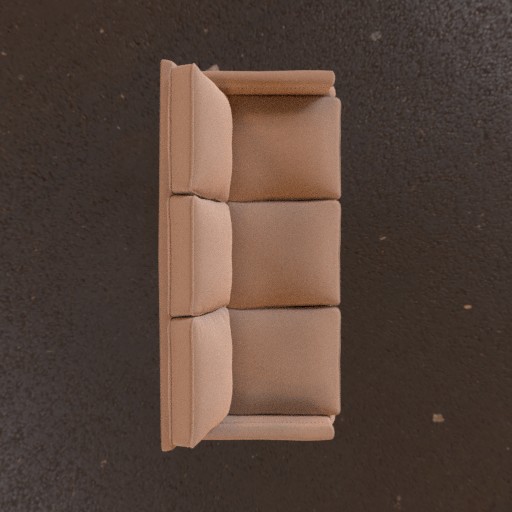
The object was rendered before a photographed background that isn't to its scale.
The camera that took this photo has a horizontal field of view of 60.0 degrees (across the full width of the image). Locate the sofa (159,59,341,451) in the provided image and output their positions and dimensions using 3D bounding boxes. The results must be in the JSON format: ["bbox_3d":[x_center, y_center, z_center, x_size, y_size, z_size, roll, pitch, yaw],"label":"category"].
[{"bbox_3d":[0.000,0.000,2.795,1.084,1.003,2.246,0,90,-1],"label":"sofa"}]
